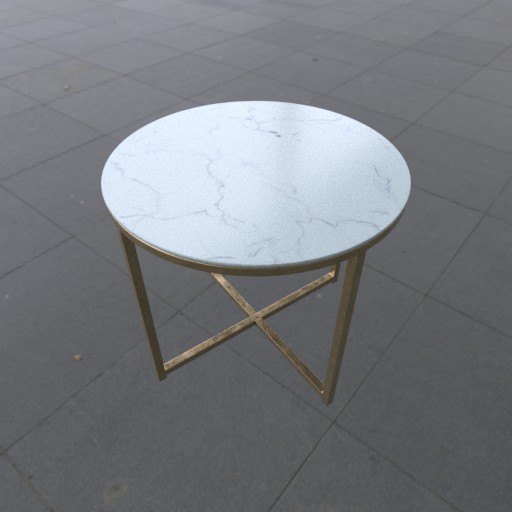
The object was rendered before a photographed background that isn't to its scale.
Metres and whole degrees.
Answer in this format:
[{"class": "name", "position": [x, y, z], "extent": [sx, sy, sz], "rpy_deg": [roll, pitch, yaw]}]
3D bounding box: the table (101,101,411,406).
[{"class": "table", "position": [0.000, 0.000, 0.879], "extent": [0.500, 0.420, 0.500], "rpy_deg": [0, 42, 0]}]
